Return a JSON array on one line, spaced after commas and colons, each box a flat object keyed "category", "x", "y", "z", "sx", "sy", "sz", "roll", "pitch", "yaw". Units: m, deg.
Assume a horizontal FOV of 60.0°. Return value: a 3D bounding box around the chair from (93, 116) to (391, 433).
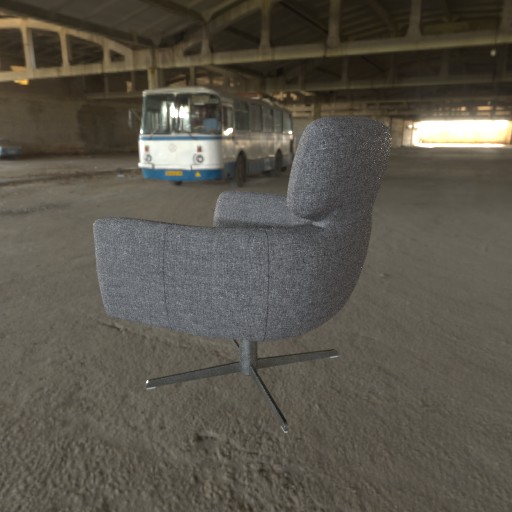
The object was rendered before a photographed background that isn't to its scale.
[{"category": "chair", "x": 0.000, "y": 0.000, "z": 1.370, "sx": 0.715, "sy": 0.812, "sz": 0.706, "roll": 8, "pitch": 17, "yaw": 26}]
